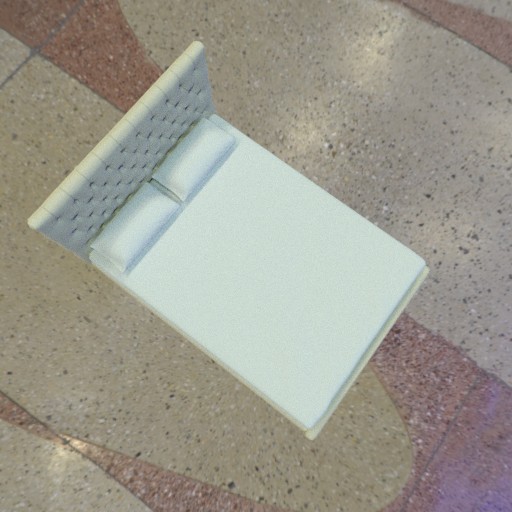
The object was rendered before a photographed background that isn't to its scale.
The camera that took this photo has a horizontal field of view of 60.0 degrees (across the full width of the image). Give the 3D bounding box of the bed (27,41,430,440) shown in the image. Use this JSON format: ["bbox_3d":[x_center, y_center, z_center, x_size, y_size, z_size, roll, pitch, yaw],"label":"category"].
[{"bbox_3d":[0.000,0.000,3.425,2.387,1.427,1.698,37,79,8],"label":"bed"}]
